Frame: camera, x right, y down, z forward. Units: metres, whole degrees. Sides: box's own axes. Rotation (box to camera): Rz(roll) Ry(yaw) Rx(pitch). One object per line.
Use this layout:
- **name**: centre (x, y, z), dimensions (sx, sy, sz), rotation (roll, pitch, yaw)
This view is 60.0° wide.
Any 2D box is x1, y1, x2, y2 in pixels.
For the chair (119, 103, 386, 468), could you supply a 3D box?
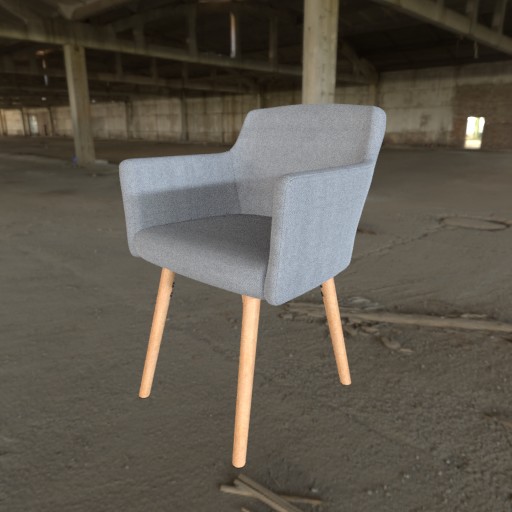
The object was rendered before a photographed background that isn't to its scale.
- **chair**: centre (0.000, 0.000, 1.178), dimensions (0.570, 0.780, 0.540), rotation (15, 22, 41)
